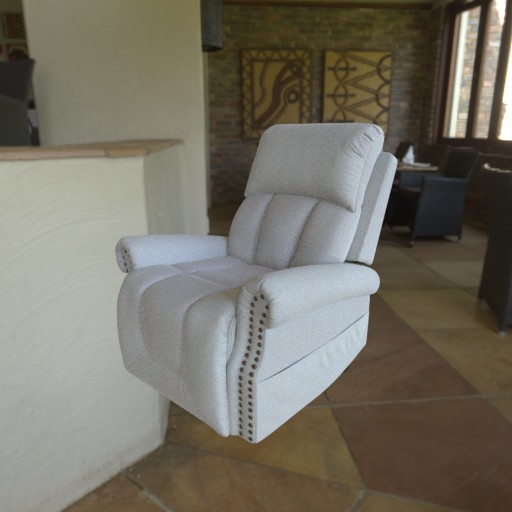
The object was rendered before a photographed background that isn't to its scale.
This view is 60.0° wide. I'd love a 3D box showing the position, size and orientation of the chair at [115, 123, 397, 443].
[{"bbox_3d":[0.000,0.000,1.780,0.871,1.031,0.979,14,21,41],"label":"chair"}]
